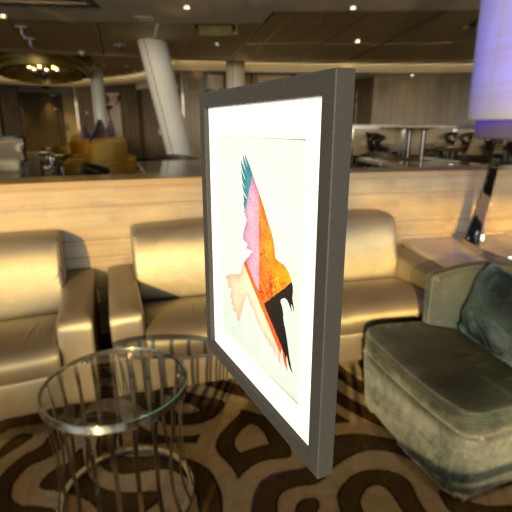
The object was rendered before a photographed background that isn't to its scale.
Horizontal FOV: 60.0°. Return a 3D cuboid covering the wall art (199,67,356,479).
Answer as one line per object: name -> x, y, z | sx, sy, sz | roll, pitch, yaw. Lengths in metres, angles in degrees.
wall art -> 0.000, 0.000, 0.771 | 0.028, 0.558, 0.457 | -8, 18, -25
